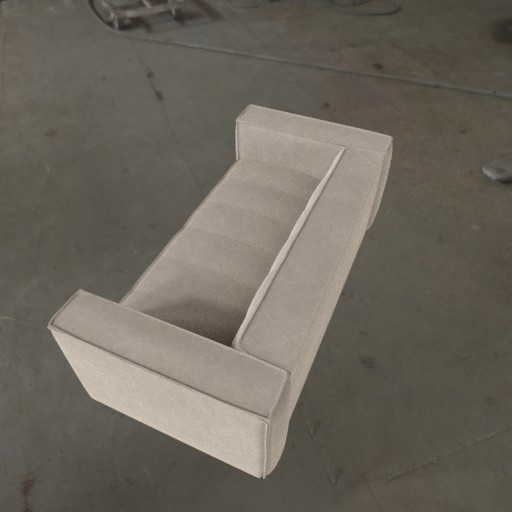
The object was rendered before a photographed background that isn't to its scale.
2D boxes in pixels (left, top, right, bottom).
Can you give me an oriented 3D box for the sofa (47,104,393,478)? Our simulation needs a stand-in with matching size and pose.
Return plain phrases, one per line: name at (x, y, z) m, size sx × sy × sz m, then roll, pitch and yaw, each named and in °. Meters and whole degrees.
sofa at (0.000, 0.000, 2.480) m, size 1.038 × 0.680 × 1.995 m, roll 18°, pitch 49°, yaw 16°
